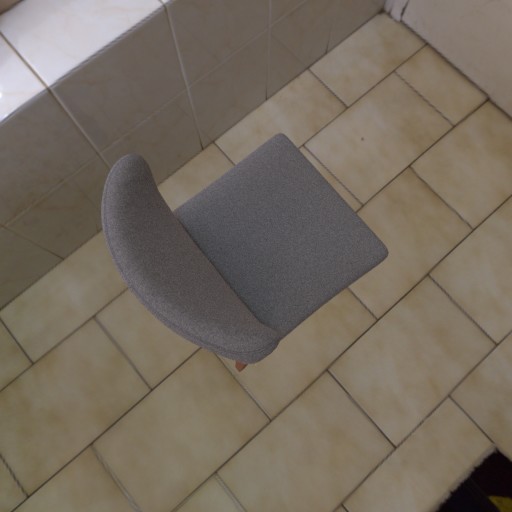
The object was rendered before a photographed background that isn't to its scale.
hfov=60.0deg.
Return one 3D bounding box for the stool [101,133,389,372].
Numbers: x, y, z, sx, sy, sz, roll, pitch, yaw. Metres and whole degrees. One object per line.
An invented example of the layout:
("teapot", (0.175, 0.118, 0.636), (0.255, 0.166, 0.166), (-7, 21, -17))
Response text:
("stool", (0.000, 0.000, 1.277), (0.568, 0.968, 0.481), (-38, 79, -9))
